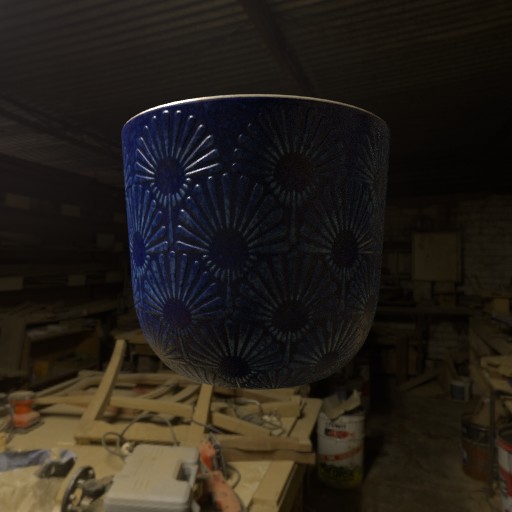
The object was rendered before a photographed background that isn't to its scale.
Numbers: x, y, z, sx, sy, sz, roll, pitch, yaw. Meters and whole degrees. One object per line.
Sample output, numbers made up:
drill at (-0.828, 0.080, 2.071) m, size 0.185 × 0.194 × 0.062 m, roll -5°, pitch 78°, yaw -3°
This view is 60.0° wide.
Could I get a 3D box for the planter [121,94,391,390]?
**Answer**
planter at (0.000, 0.000, 0.292) m, size 0.170 × 0.153 × 0.170 m, roll 0°, pitch 0°, yaw 0°
